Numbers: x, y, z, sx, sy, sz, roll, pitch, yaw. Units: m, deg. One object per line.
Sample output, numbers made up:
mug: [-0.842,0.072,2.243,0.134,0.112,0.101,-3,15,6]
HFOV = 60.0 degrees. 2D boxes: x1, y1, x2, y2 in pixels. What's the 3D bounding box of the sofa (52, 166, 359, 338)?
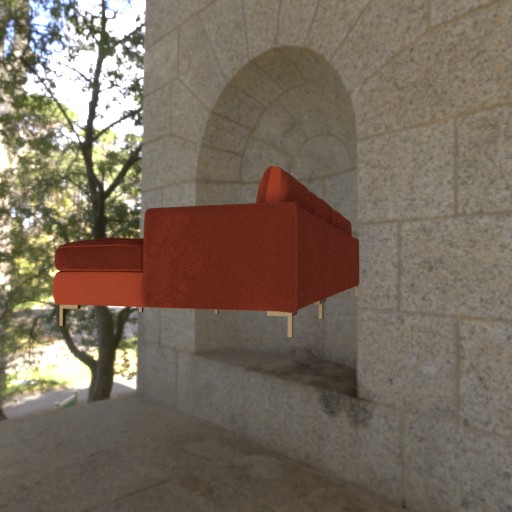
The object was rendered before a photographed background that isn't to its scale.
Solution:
sofa: [0.000,0.000,3.542,1.350,0.810,2.932,0,-1,19]
